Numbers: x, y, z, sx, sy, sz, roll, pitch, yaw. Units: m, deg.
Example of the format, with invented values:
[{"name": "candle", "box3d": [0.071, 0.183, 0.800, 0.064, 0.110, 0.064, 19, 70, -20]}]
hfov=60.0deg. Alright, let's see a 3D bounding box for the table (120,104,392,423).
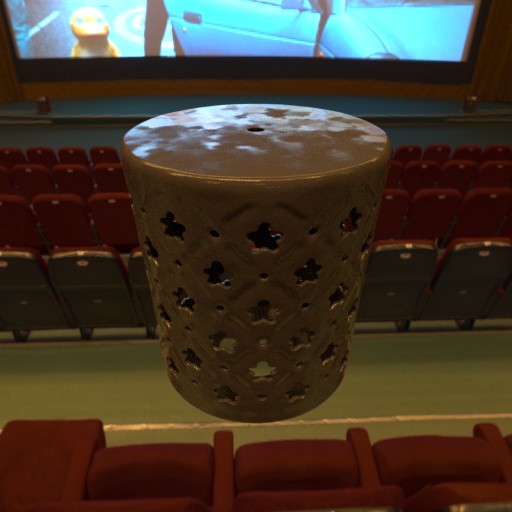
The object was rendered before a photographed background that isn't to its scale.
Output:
[{"name": "table", "box3d": [0.000, 0.000, 0.681, 0.352, 0.387, 0.352, 0, 31, 0]}]
